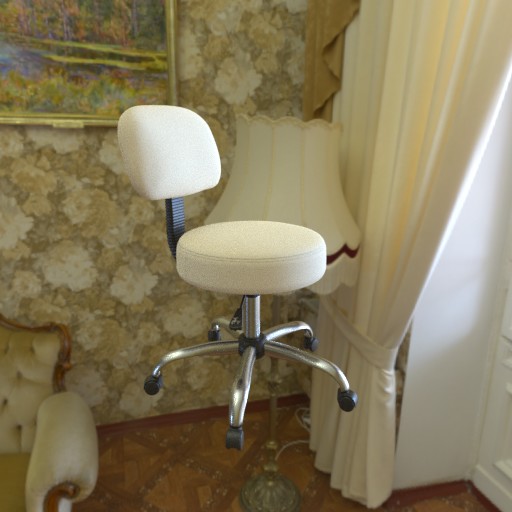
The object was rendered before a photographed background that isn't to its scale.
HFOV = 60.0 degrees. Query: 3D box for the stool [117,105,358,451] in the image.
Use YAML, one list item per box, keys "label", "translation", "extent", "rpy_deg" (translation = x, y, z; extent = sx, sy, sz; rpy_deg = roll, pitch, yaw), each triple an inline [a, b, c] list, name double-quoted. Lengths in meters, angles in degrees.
- label: "stool"
  translation: [0.000, 0.000, 1.239]
  extent: [0.616, 0.810, 0.609]
  rpy_deg: [8, 18, 25]
